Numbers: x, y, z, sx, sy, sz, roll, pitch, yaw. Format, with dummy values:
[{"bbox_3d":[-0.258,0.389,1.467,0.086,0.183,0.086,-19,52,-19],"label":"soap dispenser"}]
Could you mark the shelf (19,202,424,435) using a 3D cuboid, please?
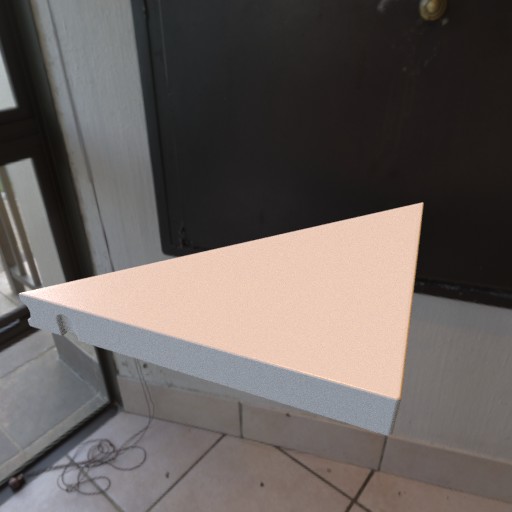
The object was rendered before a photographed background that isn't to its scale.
[{"bbox_3d":[0.000,0.000,0.434,0.296,0.035,0.296,11,34,17],"label":"shelf"}]
